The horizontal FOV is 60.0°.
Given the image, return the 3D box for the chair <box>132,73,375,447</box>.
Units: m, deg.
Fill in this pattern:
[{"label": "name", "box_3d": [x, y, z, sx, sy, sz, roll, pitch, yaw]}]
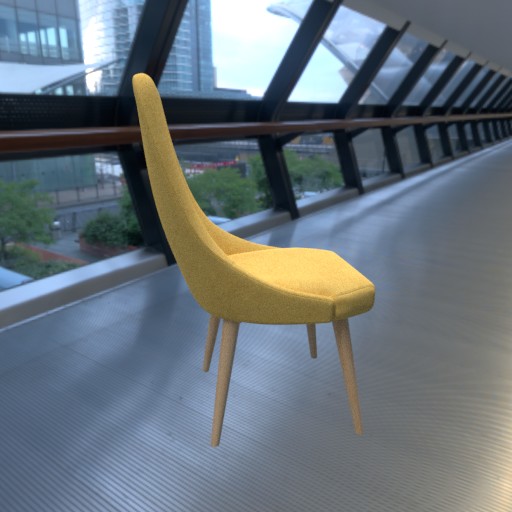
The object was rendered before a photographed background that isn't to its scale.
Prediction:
[{"label": "chair", "box_3d": [0.000, 0.000, 1.393, 0.660, 1.040, 0.510, -3, 17, -10]}]
